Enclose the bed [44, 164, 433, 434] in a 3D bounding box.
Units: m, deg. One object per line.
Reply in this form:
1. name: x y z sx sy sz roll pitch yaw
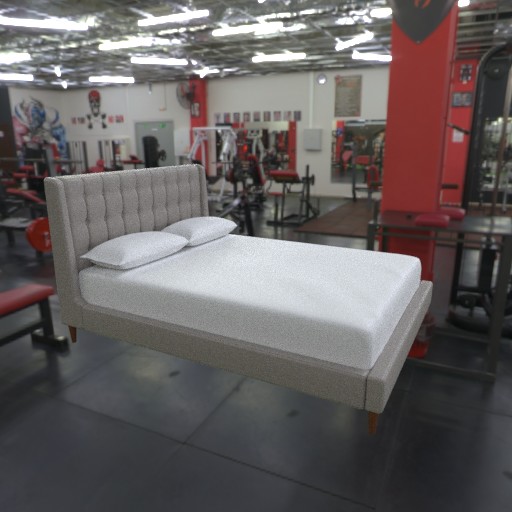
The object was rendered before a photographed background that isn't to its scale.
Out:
1. bed: 0.000 0.000 3.178 2.232 1.147 1.656 8 17 27
